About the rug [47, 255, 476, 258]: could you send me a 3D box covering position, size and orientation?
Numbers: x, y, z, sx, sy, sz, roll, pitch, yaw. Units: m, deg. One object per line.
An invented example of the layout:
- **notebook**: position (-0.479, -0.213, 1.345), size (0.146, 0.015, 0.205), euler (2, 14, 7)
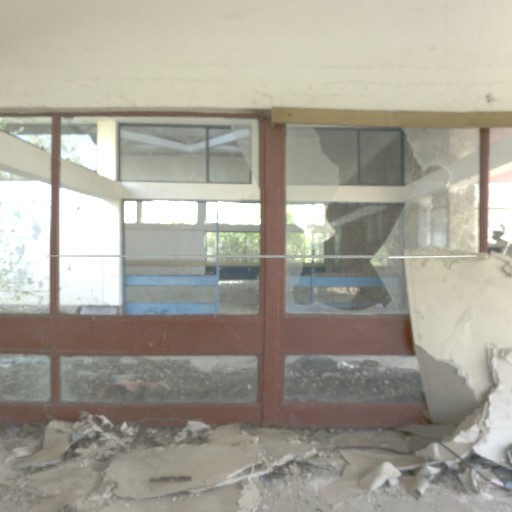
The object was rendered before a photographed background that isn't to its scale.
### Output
- **rug**: position (0.000, 0.000, 2.830), size (2.286, 0.006, 1.524), euler (0, 0, 37)
